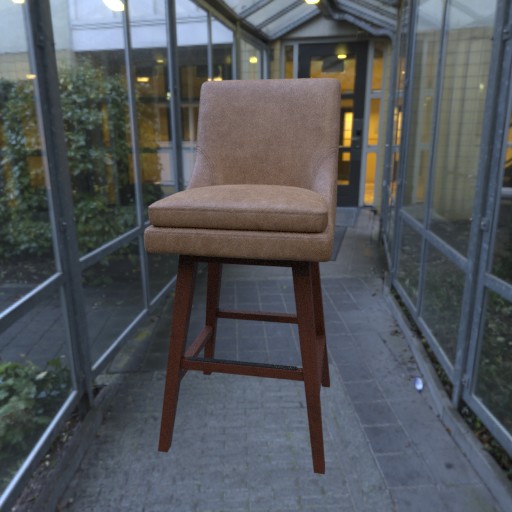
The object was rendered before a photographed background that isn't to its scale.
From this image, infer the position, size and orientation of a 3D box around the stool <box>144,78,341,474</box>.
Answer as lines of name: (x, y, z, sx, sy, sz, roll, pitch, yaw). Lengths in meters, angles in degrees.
stool: (0.000, 0.000, 1.370, 0.487, 1.079, 0.572, 3, 15, 11)
